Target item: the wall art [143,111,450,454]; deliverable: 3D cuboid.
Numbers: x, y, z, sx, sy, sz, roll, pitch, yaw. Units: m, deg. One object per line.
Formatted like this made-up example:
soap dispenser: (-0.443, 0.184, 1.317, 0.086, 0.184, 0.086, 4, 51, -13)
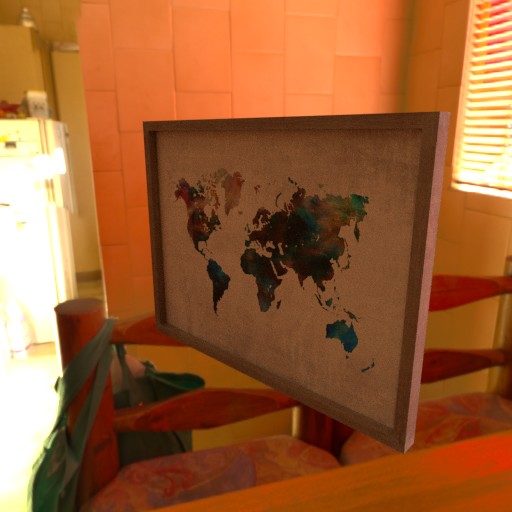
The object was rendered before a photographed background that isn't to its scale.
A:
wall art: (0.000, 0.000, 1.697, 1.320, 1.009, 0.070, 14, 21, 41)
